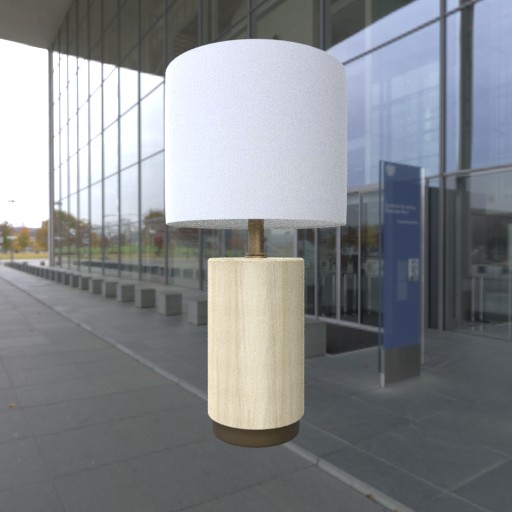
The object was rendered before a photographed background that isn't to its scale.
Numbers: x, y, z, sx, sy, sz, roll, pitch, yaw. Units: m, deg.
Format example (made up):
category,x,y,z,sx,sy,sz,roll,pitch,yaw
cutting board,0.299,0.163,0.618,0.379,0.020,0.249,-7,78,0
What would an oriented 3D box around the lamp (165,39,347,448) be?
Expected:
category,x,y,z,sx,sy,sz,roll,pitch,yaw
lamp,0.000,0.000,0.567,0.228,0.444,0.228,0,1,-19
